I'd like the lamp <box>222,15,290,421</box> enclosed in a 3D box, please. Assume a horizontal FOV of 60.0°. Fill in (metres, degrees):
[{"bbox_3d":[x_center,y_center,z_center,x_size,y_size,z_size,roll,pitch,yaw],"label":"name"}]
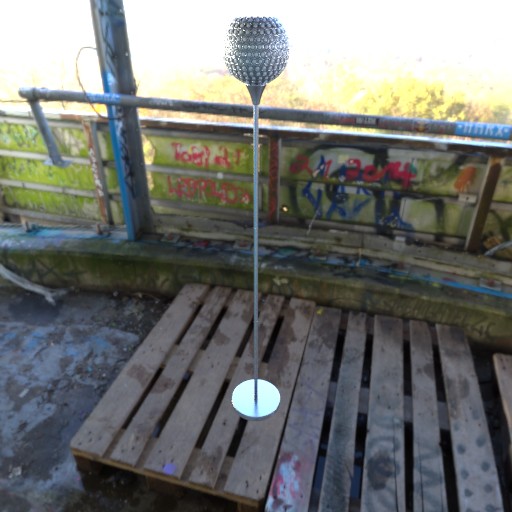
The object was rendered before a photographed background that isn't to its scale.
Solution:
[{"bbox_3d":[0.000,0.000,1.897,0.254,1.805,0.254,0,31,0],"label":"lamp"}]
